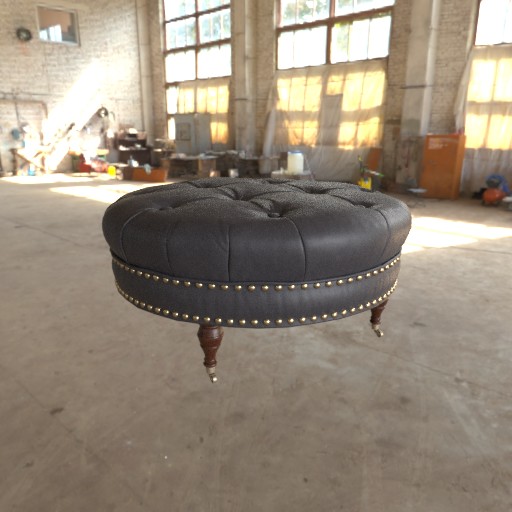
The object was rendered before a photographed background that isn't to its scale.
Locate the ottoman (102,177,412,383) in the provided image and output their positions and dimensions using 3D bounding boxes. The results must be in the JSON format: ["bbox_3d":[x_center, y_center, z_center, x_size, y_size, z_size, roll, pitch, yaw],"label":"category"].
[{"bbox_3d":[0.000,0.000,1.380,0.901,0.439,0.901,0,16,0],"label":"ottoman"}]
